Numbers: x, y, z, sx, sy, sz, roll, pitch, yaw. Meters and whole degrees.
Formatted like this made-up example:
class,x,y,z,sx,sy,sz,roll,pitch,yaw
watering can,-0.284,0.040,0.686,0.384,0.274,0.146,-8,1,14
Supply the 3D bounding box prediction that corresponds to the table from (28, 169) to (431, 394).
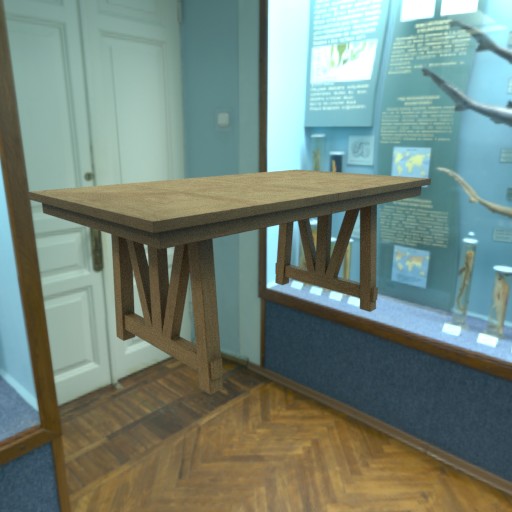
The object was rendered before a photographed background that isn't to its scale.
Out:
class,x,y,z,sx,sy,sz,roll,pitch,yaw
table,0.000,0.000,2.388,1.016,0.768,1.881,15,21,43
